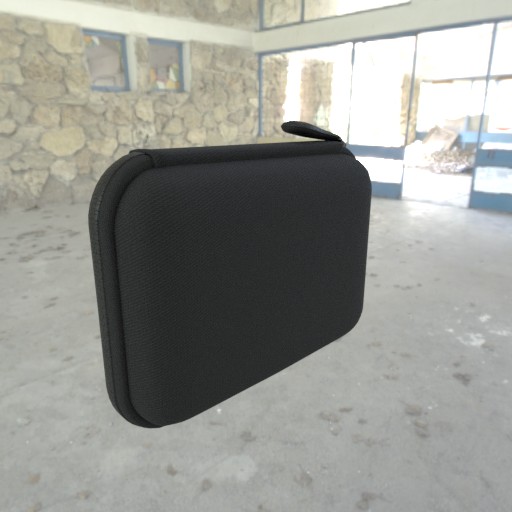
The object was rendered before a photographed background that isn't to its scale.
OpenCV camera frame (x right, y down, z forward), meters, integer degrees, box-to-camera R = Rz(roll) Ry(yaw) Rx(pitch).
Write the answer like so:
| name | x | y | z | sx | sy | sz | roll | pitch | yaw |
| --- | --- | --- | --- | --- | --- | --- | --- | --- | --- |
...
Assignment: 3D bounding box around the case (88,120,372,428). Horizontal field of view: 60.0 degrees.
| name | x | y | z | sx | sy | sz | roll | pitch | yaw |
| --- | --- | --- | --- | --- | --- | --- | --- | --- | --- |
| case | 0.000 | 0.000 | 0.179 | 0.132 | 0.105 | 0.038 | -15 | 22 | -42 |
